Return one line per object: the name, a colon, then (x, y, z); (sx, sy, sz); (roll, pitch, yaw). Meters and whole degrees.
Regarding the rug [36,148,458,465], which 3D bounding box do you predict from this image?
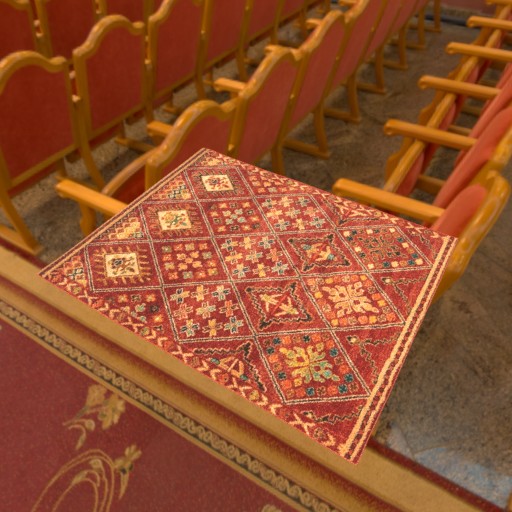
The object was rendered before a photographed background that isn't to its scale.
rug: (0.000, 0.000, 4.128); (3.086, 0.030, 2.489); (24, 50, 22)
